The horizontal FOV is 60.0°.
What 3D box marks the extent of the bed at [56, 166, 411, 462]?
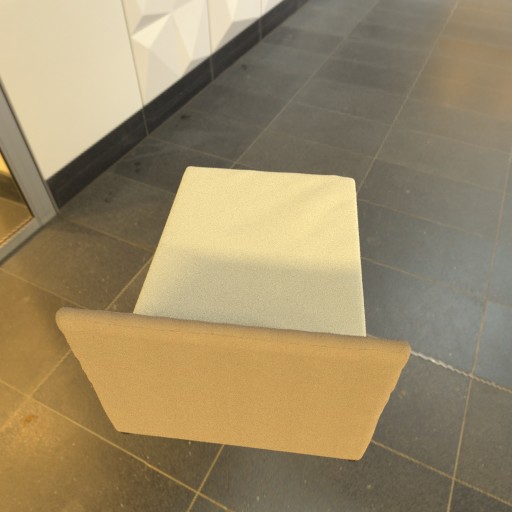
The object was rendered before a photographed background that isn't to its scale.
[{"bbox_3d":[0.000,0.000,3.346,1.698,1.427,2.387,5,48,5],"label":"bed"}]
